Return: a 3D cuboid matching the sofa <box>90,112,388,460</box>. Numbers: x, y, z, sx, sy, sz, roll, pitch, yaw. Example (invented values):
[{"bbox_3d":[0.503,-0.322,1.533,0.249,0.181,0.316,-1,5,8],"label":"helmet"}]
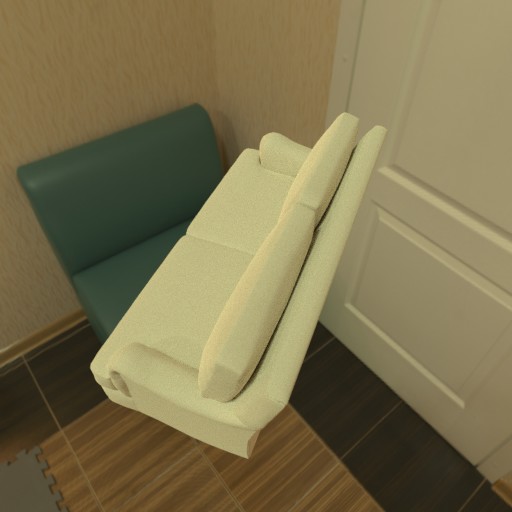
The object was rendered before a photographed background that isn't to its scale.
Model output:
[{"bbox_3d":[0.000,0.000,2.804,1.086,1.087,2.159,17,50,14],"label":"sofa"}]
